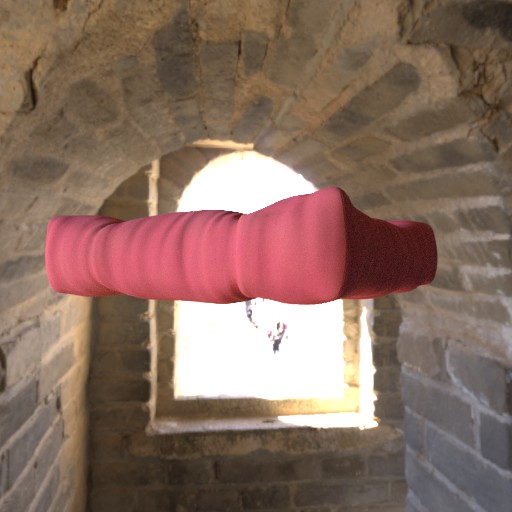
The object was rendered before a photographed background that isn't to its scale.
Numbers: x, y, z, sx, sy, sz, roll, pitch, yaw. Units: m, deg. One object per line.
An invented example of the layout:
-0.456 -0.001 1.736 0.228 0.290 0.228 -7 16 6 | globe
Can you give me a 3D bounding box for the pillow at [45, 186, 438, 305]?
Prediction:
0.000 0.000 0.728 0.490 0.128 0.468 -1 -1 33 | pillow
